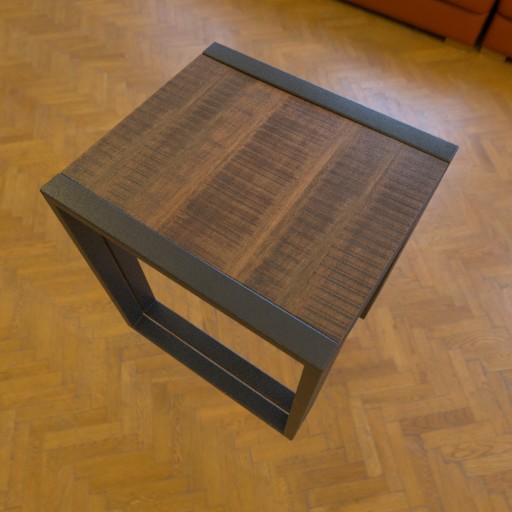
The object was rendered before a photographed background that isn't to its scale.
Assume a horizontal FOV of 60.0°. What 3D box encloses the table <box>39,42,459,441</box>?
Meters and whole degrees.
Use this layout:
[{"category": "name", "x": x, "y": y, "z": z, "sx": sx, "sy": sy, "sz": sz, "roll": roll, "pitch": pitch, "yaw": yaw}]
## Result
[{"category": "table", "x": 0.000, "y": 0.000, "z": 0.935, "sx": 0.500, "sy": 0.550, "sz": 0.449, "roll": 30, "pitch": 64, "yaw": 17}]
